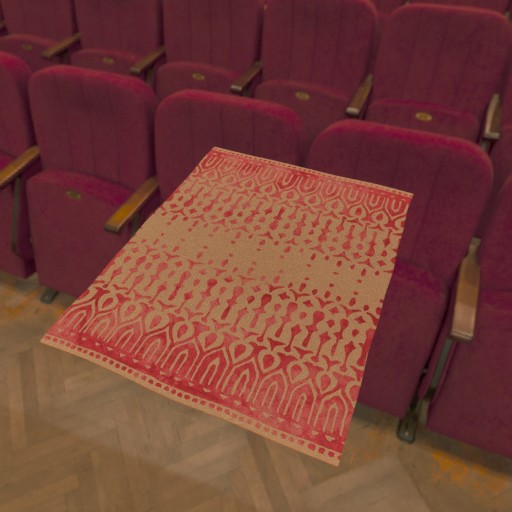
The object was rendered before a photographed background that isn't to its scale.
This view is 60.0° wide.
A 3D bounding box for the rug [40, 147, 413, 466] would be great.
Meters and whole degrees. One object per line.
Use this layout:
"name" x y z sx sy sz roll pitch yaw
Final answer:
"rug" 0.000 0.000 4.156 2.441 0.016 3.095 17 48 16
